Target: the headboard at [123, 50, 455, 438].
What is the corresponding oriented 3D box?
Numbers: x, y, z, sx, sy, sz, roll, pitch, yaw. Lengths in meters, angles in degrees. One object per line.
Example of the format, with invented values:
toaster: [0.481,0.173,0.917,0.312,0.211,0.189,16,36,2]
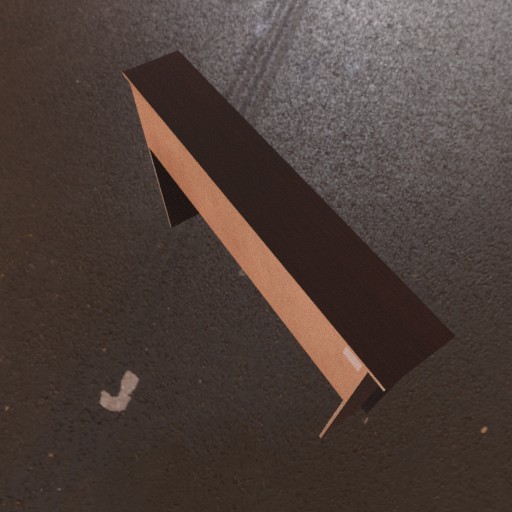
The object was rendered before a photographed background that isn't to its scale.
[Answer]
headboard: [0.000,0.000,2.086,0.279,1.092,1.671,-30,63,-17]
